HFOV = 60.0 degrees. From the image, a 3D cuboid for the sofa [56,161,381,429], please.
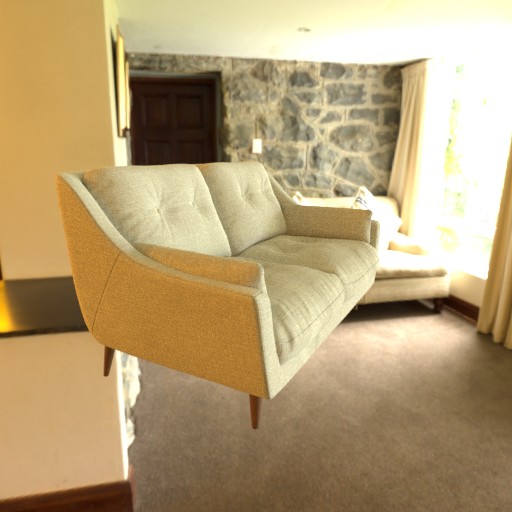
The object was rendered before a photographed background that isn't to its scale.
[{"bbox_3d":[0.000,0.000,2.182,0.965,0.888,1.652,7,15,26],"label":"sofa"}]
